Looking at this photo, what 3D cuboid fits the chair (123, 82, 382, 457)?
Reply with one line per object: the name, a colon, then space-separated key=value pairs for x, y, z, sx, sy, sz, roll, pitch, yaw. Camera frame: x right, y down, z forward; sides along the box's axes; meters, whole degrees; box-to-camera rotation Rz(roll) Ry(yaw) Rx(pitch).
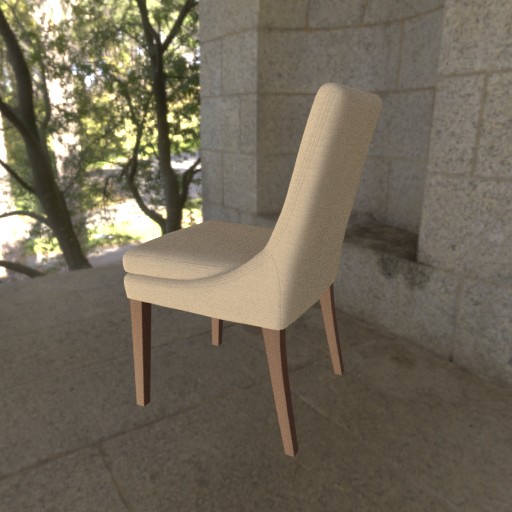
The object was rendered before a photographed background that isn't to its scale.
chair: x=0.000 y=0.000 z=1.354 sx=0.638 sy=0.940 sz=0.515 roll=8 pitch=18 yaw=25
